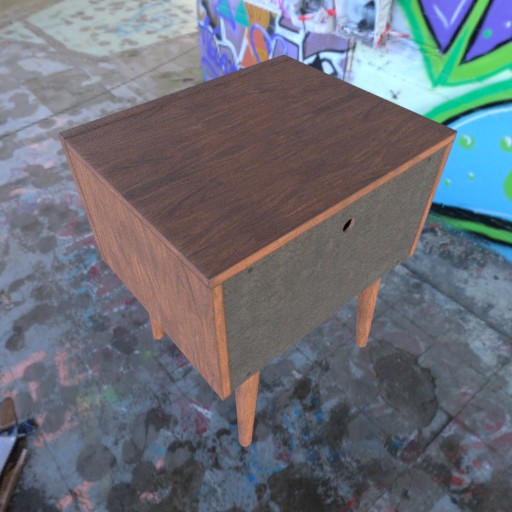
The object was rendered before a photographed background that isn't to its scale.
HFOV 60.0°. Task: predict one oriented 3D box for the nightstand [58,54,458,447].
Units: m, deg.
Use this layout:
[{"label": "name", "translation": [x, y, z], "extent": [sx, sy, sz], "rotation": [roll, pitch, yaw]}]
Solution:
[{"label": "nightstand", "translation": [0.000, 0.000, 0.967], "extent": [0.521, 0.607, 0.445], "rotation": [-31, 53, -27]}]
